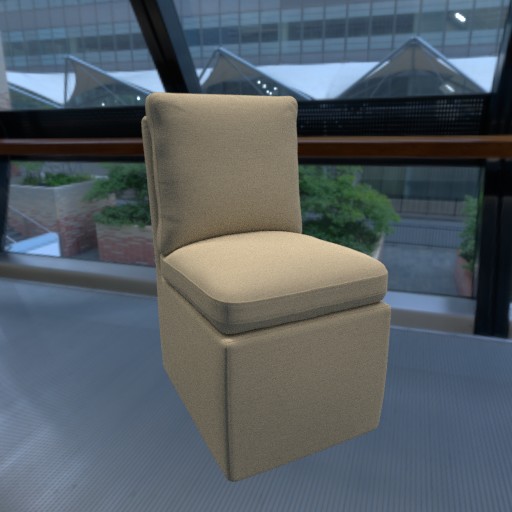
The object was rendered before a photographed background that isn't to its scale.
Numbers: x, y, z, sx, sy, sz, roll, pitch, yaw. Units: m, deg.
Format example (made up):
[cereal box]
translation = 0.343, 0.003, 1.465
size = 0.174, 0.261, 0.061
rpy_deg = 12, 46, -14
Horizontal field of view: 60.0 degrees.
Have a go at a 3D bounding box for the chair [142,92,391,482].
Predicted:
[chair]
translation = 0.000, 0.000, 1.320
size = 0.503, 0.927, 0.698
rpy_deg = -8, 19, -25
